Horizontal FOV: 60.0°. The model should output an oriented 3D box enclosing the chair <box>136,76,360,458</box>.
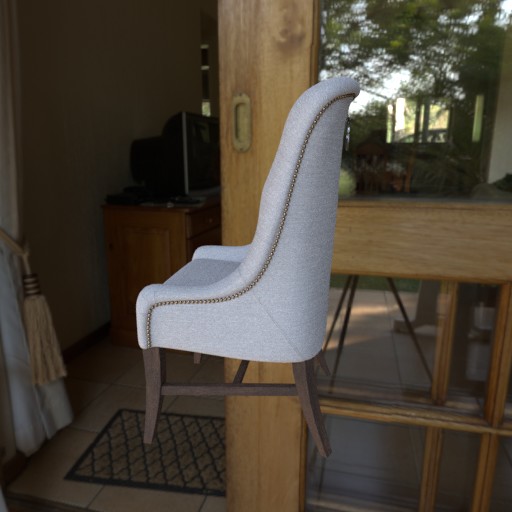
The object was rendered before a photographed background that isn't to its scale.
[{"bbox_3d":[0.000,0.000,1.489,0.629,1.091,0.634,2,13,9],"label":"chair"}]
